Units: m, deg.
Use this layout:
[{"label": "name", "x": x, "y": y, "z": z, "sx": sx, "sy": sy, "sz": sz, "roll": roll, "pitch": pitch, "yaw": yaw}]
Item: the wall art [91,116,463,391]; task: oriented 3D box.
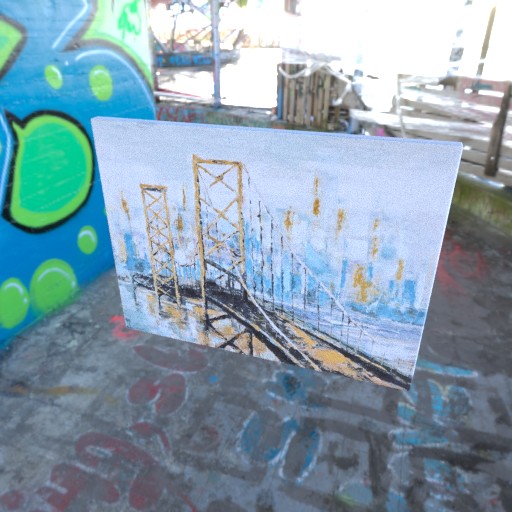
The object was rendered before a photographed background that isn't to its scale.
[{"label": "wall art", "x": 0.000, "y": 0.000, "z": 1.352, "sx": 1.016, "sy": 0.762, "sz": 0.038, "roll": 9, "pitch": 29, "yaw": 16}]
